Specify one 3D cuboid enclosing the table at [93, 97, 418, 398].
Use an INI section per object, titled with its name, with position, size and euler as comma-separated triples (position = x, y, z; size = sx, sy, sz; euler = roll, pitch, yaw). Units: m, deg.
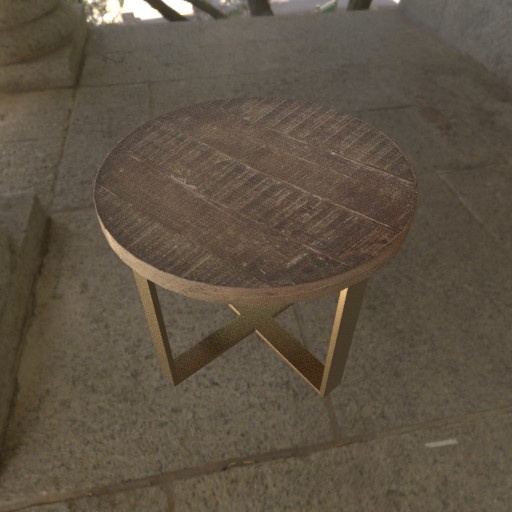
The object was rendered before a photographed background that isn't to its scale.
[table]
position = 0.000, 0.000, 0.939
size = 0.557, 0.437, 0.557
euler = 0, 45, 0
